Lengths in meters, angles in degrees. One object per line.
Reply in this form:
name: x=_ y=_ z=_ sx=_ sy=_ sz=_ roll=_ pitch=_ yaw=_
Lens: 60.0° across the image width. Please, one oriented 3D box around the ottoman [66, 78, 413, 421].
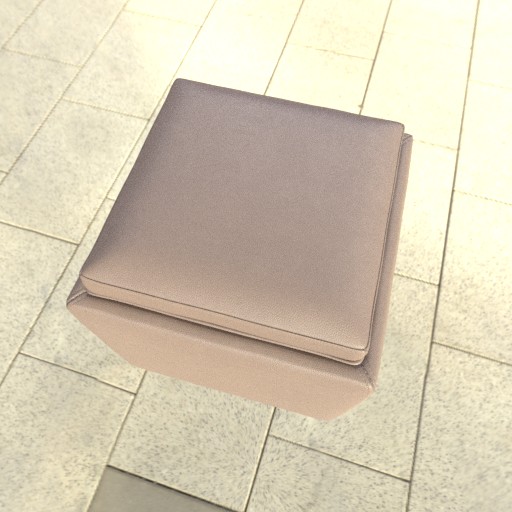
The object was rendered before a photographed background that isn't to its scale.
ottoman: x=0.000 y=0.000 z=0.815 sx=0.451 sy=0.460 sz=0.450 roll=14 pitch=65 yaw=7
